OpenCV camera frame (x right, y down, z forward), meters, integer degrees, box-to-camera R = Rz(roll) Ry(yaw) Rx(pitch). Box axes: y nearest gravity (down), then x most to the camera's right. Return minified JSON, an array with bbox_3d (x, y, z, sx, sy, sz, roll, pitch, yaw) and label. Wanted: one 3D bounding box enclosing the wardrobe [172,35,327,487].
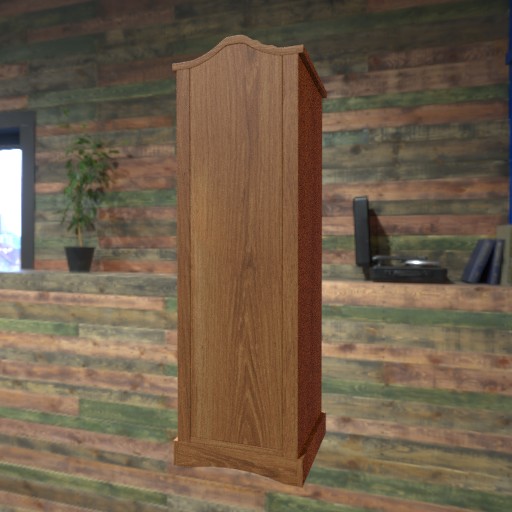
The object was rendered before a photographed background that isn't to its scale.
[{"bbox_3d":[0.000,0.000,2.148,0.590,1.870,0.570,0,1,18],"label":"wardrobe"}]
